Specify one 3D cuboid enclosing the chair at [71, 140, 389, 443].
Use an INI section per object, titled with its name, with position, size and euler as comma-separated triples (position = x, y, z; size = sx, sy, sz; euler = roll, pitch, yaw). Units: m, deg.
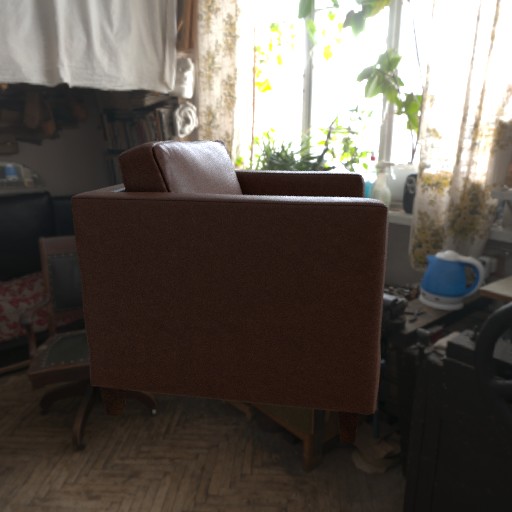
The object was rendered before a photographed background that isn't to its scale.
[chair]
position = 0.000, 0.000, 1.809
size = 0.959, 0.917, 1.107
euler = 3, 16, 10
